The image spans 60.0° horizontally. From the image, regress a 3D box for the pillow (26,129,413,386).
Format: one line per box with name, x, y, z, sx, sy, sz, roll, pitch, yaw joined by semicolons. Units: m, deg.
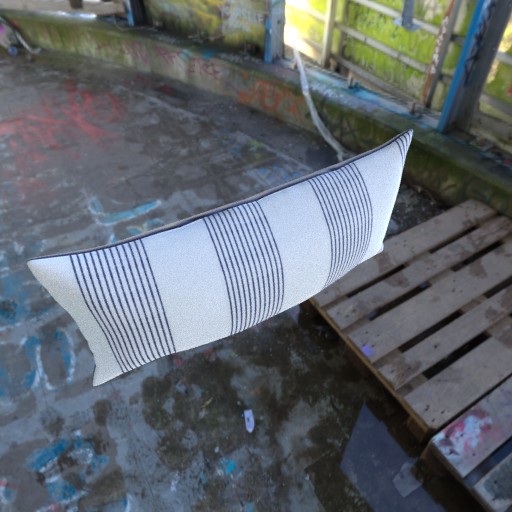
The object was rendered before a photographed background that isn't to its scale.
pillow;0.000;0.000;0.719;0.610;0.287;0.151;-23;50;-20
